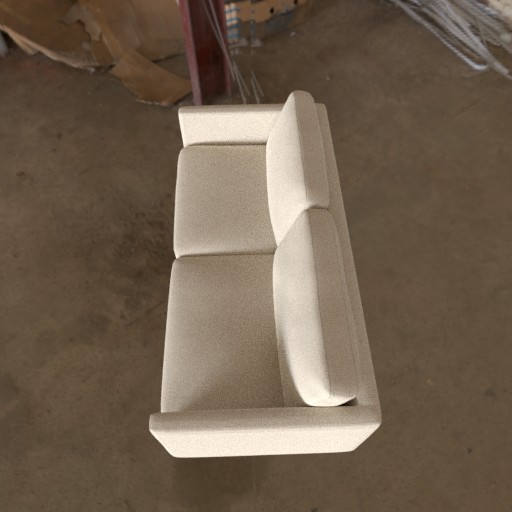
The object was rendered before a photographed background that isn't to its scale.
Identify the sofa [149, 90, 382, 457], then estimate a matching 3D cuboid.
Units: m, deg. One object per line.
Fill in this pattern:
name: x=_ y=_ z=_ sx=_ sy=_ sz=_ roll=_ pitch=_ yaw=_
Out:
sofa: x=0.000 y=0.000 z=2.488 sx=0.965 sy=0.889 sz=1.981 roll=-2 pitch=57 yaw=-1
